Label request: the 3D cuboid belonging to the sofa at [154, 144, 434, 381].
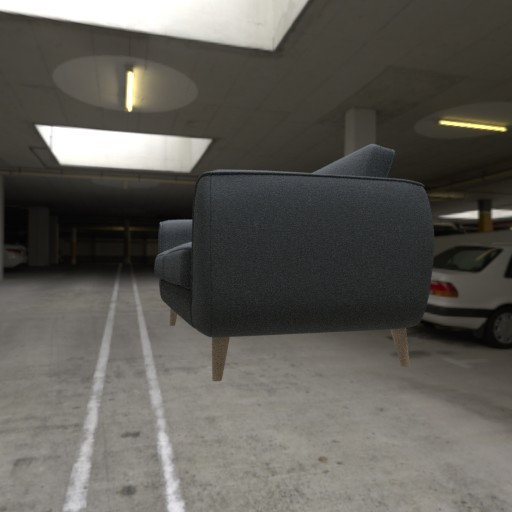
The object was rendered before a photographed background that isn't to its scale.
[{"bbox_3d":[0.000,0.000,2.229,0.920,0.850,1.700,0,-1,-17],"label":"sofa"}]
